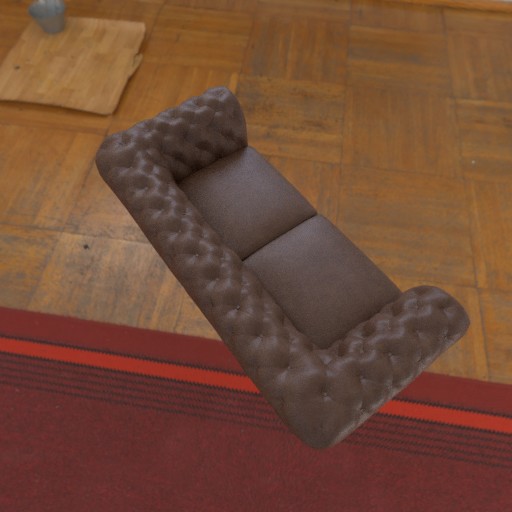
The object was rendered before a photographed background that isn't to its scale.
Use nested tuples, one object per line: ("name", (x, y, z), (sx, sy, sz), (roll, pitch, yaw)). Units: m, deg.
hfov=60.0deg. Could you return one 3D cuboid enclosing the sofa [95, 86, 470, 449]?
("sofa", (0.000, 0.000, 2.512), (0.955, 0.784, 2.048), (-32, 64, -18))
